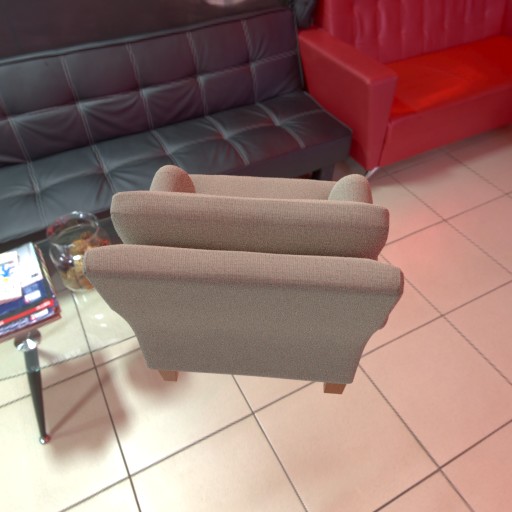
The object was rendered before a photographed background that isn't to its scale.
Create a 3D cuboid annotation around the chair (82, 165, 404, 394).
[{"bbox_3d":[0.000,0.000,1.872,0.955,1.038,1.070,3,46,3],"label":"chair"}]
